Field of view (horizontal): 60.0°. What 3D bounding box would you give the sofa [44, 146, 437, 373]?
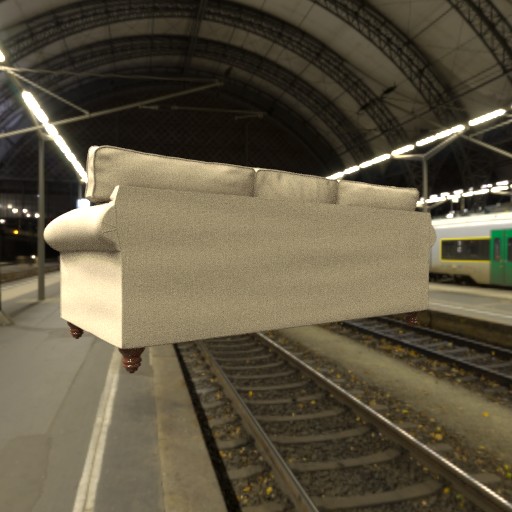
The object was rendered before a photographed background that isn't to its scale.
[{"bbox_3d":[0.000,0.000,2.575,2.118,0.889,0.998,0,1,-36],"label":"sofa"}]
